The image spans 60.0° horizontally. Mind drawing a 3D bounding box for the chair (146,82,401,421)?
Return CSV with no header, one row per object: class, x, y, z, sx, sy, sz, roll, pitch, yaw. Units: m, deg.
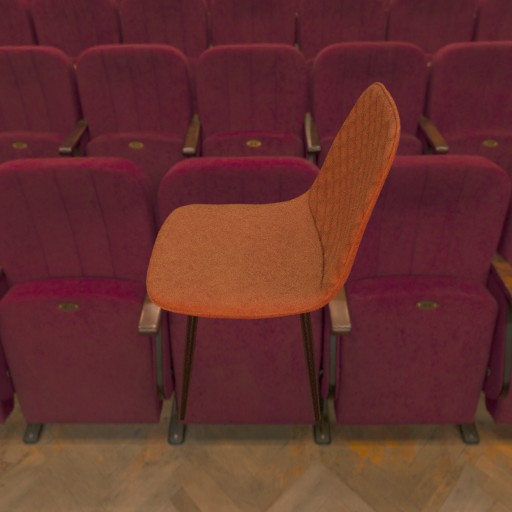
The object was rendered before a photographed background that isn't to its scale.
chair,0.000,0.000,1.202,0.561,0.889,0.472,0,41,0
